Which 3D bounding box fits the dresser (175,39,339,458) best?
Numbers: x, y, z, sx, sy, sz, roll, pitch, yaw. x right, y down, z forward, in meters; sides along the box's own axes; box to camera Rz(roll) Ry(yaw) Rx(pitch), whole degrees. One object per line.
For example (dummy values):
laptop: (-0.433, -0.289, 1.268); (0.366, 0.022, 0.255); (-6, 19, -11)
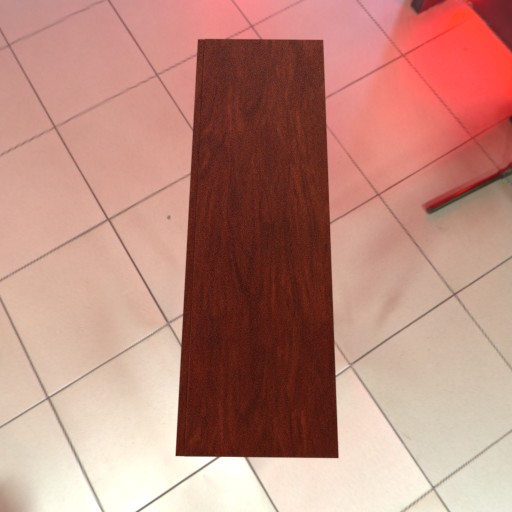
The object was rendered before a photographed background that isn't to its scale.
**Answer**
dresser: (0.000, 0.000, 1.925); (0.500, 0.889, 1.472); (1, 74, 0)
